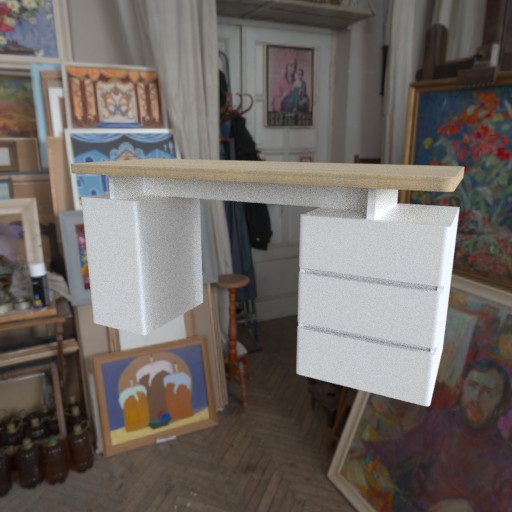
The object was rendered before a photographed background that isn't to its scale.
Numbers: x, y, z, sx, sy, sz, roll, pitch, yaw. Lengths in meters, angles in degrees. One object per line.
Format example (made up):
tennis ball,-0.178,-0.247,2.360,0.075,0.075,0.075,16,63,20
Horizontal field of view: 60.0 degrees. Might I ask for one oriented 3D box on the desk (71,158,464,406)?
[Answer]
desk,0.000,0.000,1.873,1.500,0.755,0.550,7,17,26
